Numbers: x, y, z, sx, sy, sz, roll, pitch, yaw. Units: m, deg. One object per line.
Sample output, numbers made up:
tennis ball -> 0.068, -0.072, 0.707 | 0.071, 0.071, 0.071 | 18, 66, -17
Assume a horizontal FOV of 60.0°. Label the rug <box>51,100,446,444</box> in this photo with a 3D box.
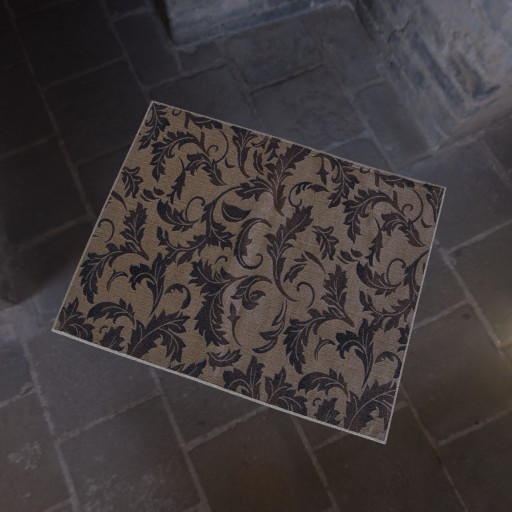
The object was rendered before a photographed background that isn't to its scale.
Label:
rug -> 0.000, 0.000, 3.990 | 2.977, 0.008, 2.380 | 18, 76, 4
